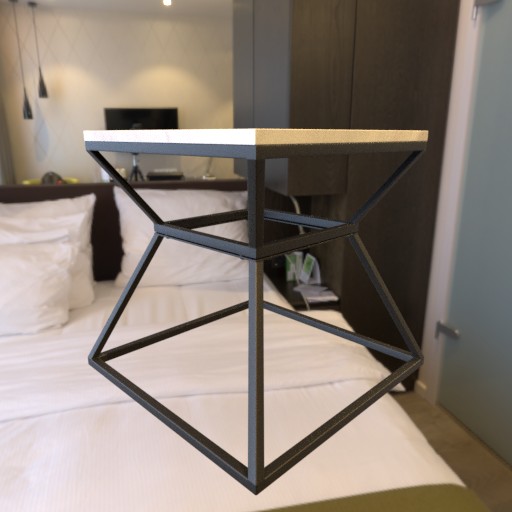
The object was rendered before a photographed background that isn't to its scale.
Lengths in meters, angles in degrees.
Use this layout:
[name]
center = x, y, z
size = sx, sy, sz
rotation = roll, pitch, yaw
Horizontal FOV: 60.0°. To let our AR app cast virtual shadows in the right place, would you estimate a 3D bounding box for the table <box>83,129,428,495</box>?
[table]
center = 0.000, 0.000, 0.792
size = 0.455, 0.431, 0.455
rotation = 15, 21, 43
